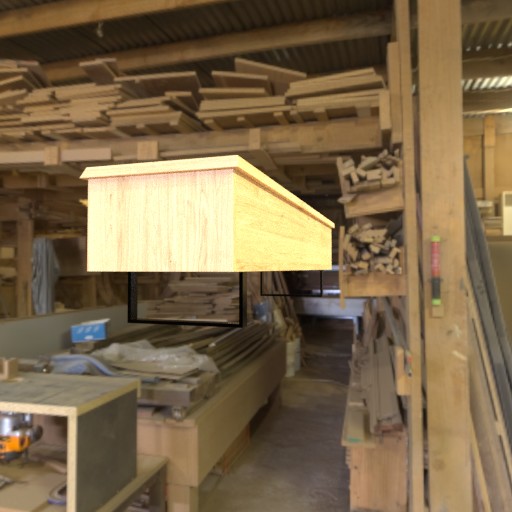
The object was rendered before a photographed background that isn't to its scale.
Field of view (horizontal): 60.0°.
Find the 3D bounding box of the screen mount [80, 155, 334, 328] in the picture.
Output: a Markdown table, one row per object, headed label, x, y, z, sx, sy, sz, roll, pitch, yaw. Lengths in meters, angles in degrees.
| label | x | y | z | sx | sy | sz | roll | pitch | yaw |
| --- | --- | --- | --- | --- | --- | --- | --- | --- | --- |
| screen mount | 0.000 | 0.000 | 1.920 | 0.450 | 0.430 | 1.700 | 0 | -2 | 18 |
